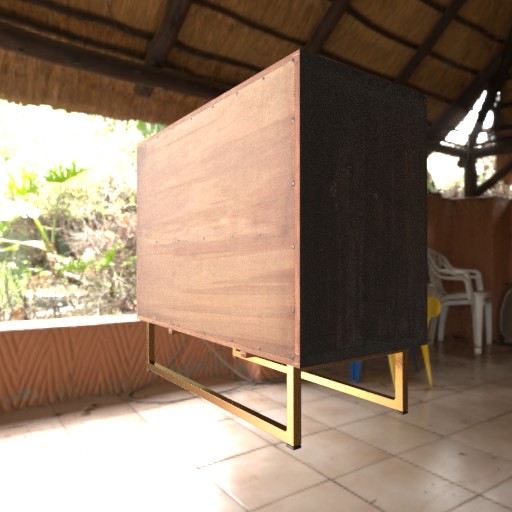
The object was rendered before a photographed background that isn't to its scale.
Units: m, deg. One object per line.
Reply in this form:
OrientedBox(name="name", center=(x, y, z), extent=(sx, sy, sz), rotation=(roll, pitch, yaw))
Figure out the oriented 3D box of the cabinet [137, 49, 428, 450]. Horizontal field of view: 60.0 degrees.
OrientedBox(name="cabinet", center=(0.000, 0.000, 1.442), extent=(0.451, 0.860, 0.950), rotation=(0, 0, -35))
